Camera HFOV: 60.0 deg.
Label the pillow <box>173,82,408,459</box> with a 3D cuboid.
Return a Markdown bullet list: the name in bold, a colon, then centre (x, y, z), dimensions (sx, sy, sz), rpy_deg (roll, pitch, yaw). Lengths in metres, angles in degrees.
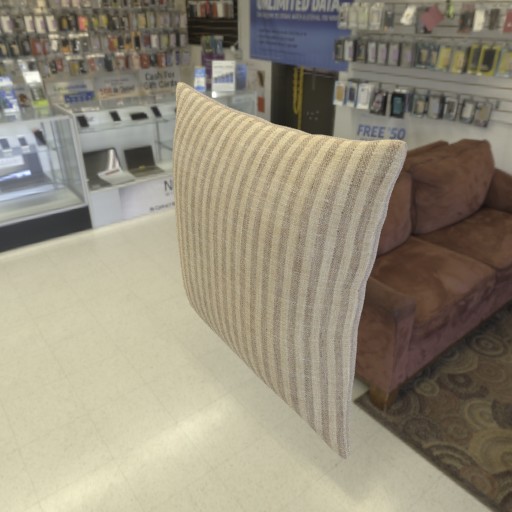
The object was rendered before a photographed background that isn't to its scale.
- **pillow**: centre (0.000, 0.000, 0.769), dimensions (0.166, 0.510, 0.523), rpy_deg (-20, 35, -31)
